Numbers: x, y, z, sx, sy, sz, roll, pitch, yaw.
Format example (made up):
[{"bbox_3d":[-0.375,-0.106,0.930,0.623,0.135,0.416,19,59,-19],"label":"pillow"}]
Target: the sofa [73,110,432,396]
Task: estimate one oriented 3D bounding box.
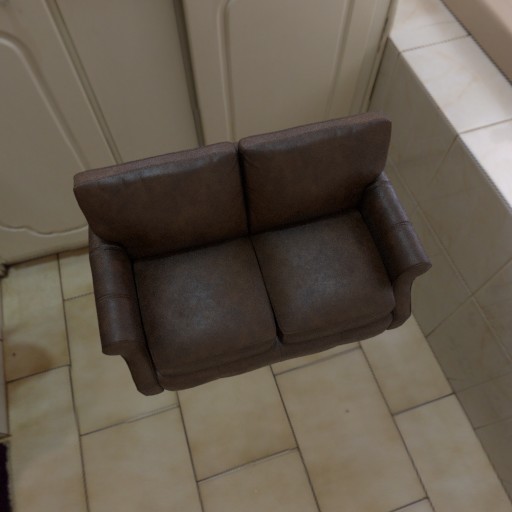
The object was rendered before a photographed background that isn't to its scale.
[{"bbox_3d":[0.000,0.000,2.291,1.616,0.976,0.990,-14,63,-7],"label":"sofa"}]
